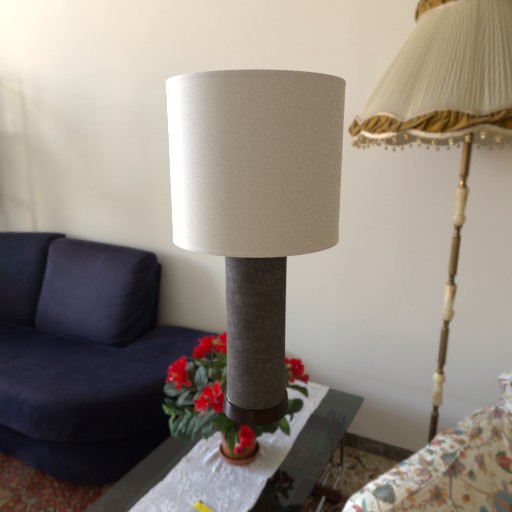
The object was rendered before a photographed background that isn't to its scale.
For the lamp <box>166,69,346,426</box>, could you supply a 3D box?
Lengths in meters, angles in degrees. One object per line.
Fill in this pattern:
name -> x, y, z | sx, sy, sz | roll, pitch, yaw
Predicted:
lamp -> 0.000, 0.000, 0.826 | 0.301, 0.630, 0.301 | -2, 14, -9
